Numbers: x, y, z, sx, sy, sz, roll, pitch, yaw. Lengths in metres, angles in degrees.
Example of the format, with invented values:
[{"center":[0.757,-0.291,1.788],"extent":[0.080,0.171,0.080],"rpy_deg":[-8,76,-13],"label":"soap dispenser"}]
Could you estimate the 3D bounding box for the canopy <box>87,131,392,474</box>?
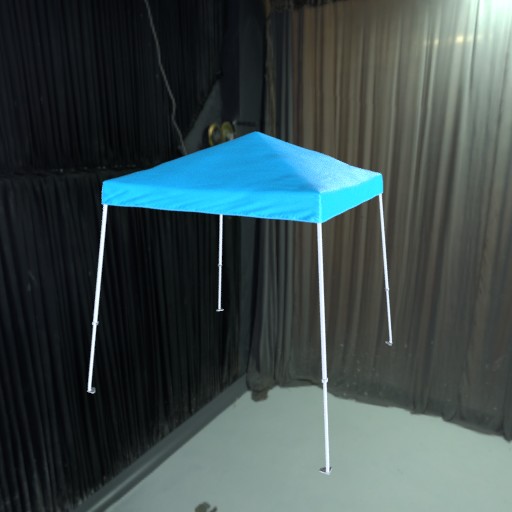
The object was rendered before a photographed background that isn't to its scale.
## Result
[{"center":[0.000,0.000,5.268],"extent":[2.849,2.849,2.848],"rpy_deg":[7,16,26],"label":"canopy"}]
